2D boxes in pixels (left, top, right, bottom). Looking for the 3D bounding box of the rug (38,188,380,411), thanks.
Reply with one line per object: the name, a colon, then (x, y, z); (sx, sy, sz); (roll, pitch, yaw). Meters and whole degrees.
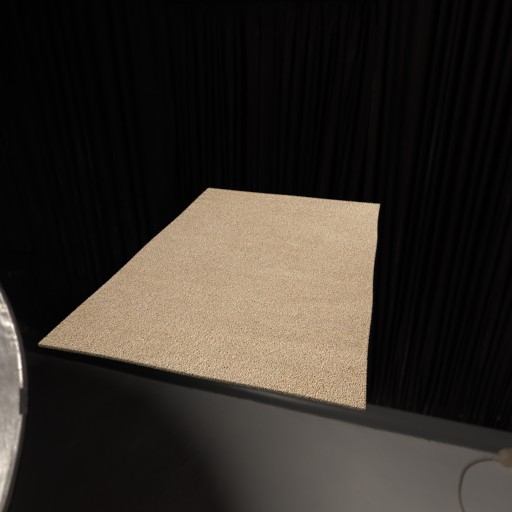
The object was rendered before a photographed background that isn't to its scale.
rug: (0.000, 0.000, 3.432); (1.800, 0.025, 2.699); (7, 29, 13)
